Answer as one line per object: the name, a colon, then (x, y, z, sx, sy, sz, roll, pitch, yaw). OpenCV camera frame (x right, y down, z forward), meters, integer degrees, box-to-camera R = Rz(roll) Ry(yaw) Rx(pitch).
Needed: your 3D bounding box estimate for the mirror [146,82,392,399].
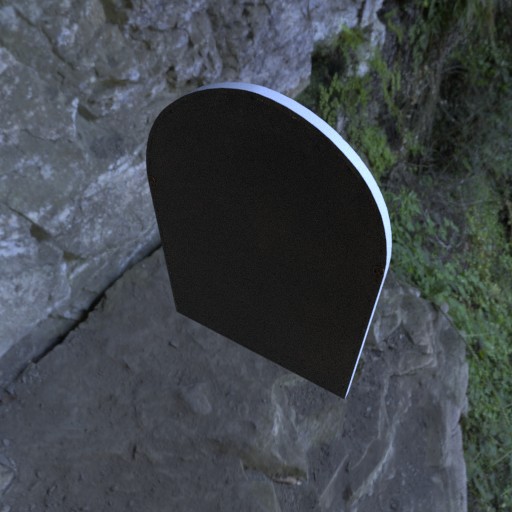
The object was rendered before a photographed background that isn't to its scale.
mirror: (0.000, 0.000, 1.175, 0.660, 0.920, 0.032, 23, 51, 21)
